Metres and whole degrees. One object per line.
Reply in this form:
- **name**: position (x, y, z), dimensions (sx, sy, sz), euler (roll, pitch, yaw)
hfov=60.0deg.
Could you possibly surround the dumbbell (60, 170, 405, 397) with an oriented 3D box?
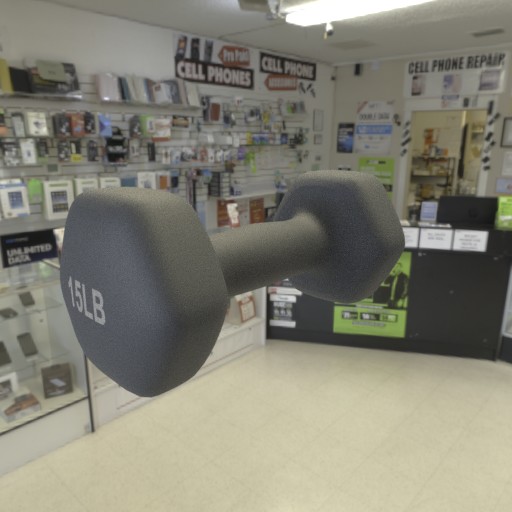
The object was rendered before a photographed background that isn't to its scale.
- **dumbbell**: position (0.000, 0.000, 0.301), dimensions (0.240, 0.105, 0.116), euler (-14, 20, -43)
